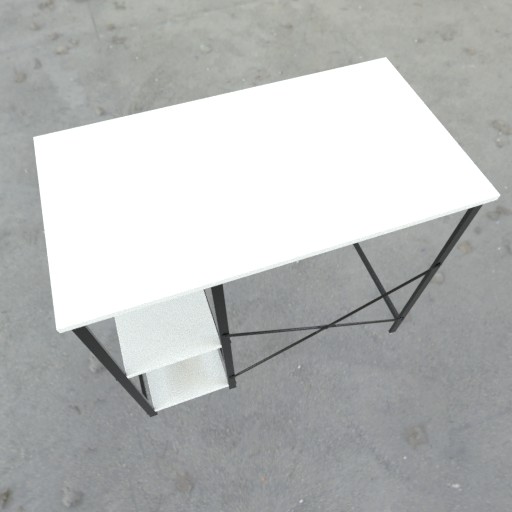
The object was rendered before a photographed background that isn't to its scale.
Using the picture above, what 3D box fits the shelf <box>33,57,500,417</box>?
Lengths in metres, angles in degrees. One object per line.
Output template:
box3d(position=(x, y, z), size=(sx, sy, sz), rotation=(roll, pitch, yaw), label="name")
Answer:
box3d(position=(0.000, 0.000, 1.283), size=(0.902, 0.750, 0.498), rotation=(-17, 59, -10), label="shelf")
